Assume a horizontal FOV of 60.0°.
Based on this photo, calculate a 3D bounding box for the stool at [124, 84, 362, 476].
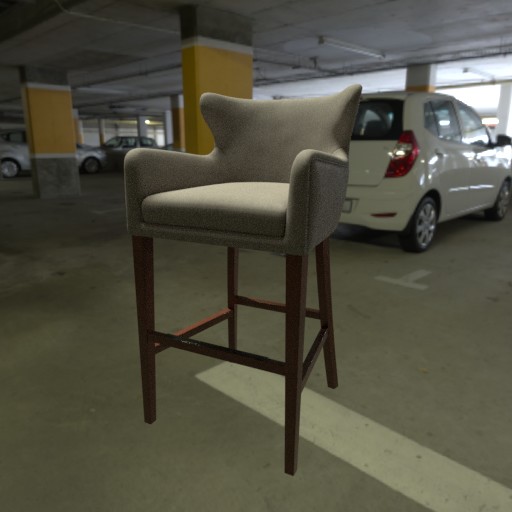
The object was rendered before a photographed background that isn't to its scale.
[{"bbox_3d":[0.000,0.000,1.435,0.575,1.047,0.575,7,16,26],"label":"stool"}]
